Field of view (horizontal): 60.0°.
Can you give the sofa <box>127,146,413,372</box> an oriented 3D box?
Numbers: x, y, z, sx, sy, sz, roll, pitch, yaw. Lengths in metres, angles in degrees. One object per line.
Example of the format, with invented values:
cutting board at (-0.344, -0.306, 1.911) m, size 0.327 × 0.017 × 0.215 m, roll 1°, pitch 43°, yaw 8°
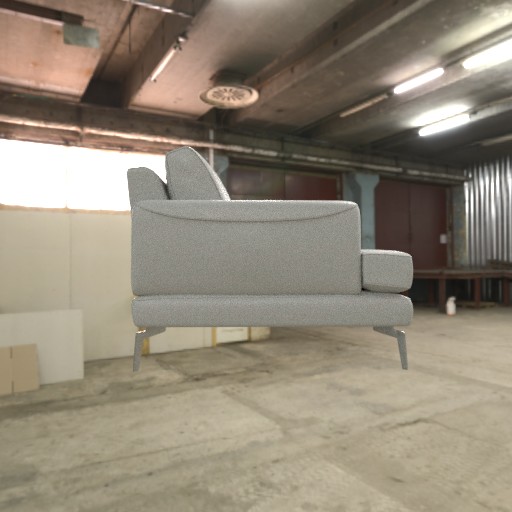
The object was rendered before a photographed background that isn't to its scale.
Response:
sofa at (0.000, 0.000, 2.367) m, size 0.974 × 0.765 × 1.940 m, roll 0°, pitch -1°, yaw -1°
